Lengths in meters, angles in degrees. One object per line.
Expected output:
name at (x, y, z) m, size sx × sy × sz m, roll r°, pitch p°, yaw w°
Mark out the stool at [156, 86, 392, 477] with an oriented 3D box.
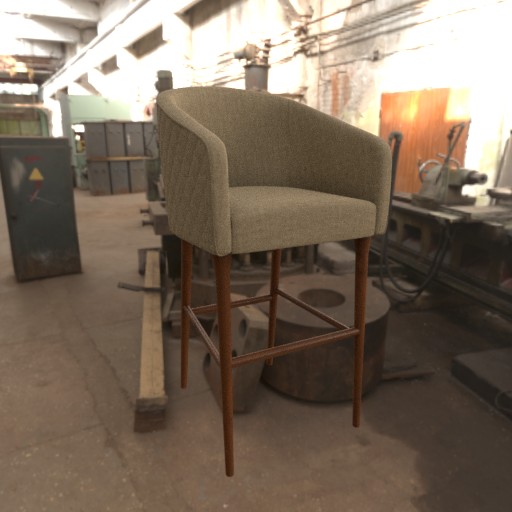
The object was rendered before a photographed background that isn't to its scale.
stool at (0.000, 0.000, 1.427) m, size 0.559 × 1.078 × 0.607 m, roll -8°, pitch 16°, yaw -28°
